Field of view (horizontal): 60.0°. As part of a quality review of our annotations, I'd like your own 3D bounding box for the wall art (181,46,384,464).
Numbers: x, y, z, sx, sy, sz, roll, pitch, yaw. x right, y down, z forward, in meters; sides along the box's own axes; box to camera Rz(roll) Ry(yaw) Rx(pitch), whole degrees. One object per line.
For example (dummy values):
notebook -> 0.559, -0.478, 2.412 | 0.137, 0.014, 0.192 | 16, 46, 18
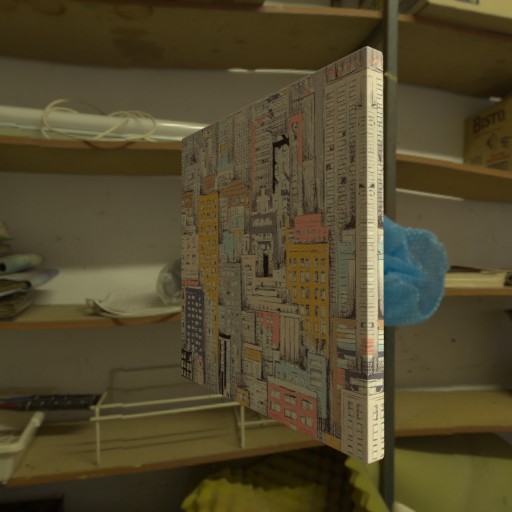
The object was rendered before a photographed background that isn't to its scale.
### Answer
wall art -> 0.000, 0.000, 0.898 | 0.038, 0.608, 0.607 | 0, -1, -36
